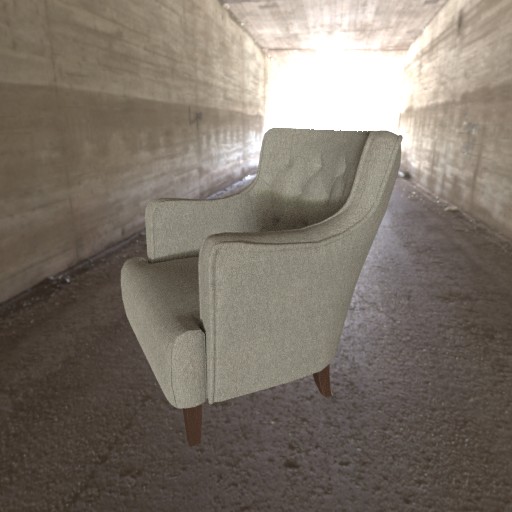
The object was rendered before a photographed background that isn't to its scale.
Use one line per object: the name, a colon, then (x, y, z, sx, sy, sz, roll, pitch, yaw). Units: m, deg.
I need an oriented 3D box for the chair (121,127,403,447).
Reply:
chair: (0.000, 0.000, 1.647, 0.910, 0.920, 0.820, -8, 19, -25)
